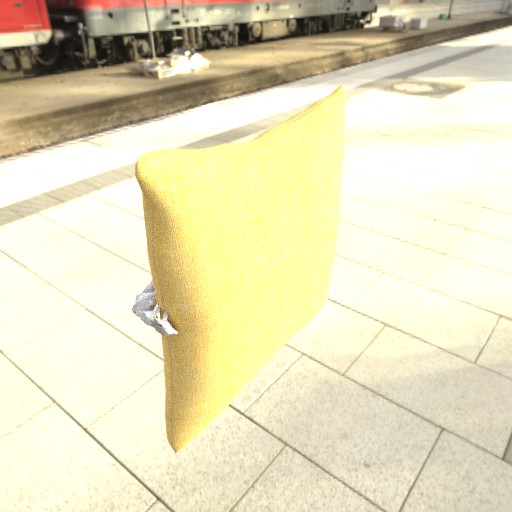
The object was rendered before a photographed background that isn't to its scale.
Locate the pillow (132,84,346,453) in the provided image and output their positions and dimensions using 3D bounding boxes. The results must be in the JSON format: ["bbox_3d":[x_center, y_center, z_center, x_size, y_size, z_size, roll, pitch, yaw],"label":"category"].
[{"bbox_3d":[0.000,0.000,0.744,0.167,0.481,0.485,21,38,31],"label":"pillow"}]
